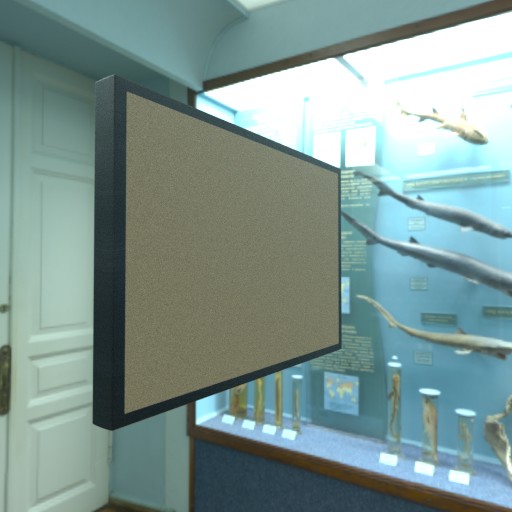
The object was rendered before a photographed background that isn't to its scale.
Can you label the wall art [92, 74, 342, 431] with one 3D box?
[{"bbox_3d":[0.000,0.000,0.762,0.038,0.409,0.610,-1,-2,36],"label":"wall art"}]
